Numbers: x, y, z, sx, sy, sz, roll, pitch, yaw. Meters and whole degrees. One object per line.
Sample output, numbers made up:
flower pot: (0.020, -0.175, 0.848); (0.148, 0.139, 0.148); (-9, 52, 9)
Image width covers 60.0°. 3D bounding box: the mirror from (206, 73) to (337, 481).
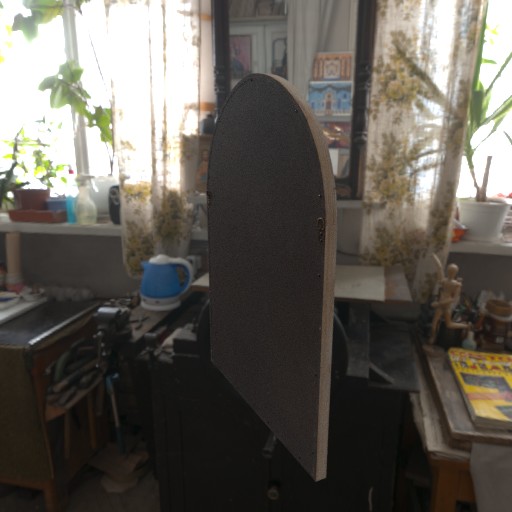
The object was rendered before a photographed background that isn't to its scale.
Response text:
mirror: (0.000, 0.000, 1.200); (0.032, 0.920, 0.660); (-7, 16, -26)
